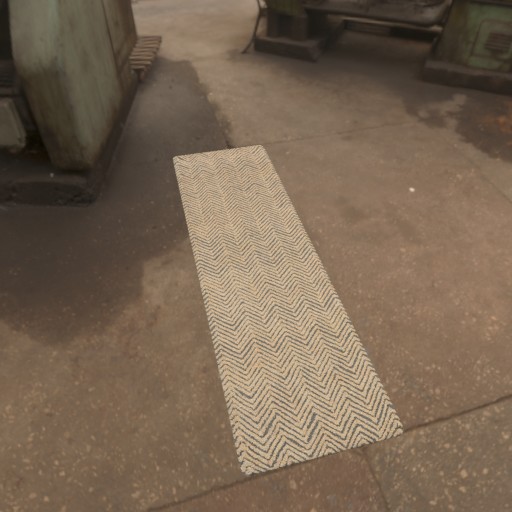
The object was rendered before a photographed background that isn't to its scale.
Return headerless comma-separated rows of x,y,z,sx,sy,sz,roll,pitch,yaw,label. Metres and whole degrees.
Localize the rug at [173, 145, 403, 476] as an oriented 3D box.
0.000,0.000,2.530,0.686,0.008,2.286,-10,46,-10,rug
